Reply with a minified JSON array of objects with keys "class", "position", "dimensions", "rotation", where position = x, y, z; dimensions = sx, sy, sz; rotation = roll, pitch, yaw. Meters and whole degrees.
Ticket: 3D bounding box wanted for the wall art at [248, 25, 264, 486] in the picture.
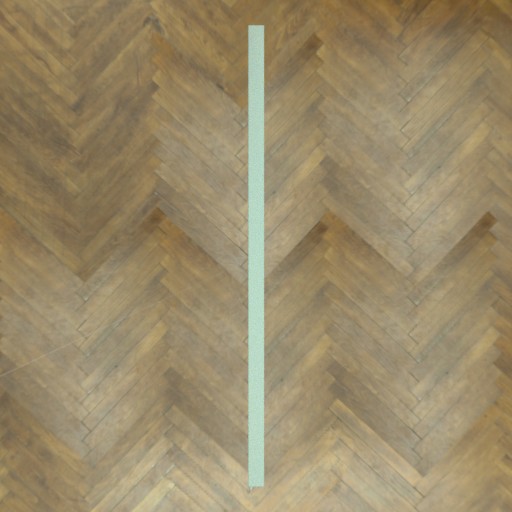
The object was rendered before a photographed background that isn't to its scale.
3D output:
[{"class":"wall art","position":[0.000,0.000,1.484],"dimensions":[0.040,0.765,1.149],"rotation":[0,90,0]}]
